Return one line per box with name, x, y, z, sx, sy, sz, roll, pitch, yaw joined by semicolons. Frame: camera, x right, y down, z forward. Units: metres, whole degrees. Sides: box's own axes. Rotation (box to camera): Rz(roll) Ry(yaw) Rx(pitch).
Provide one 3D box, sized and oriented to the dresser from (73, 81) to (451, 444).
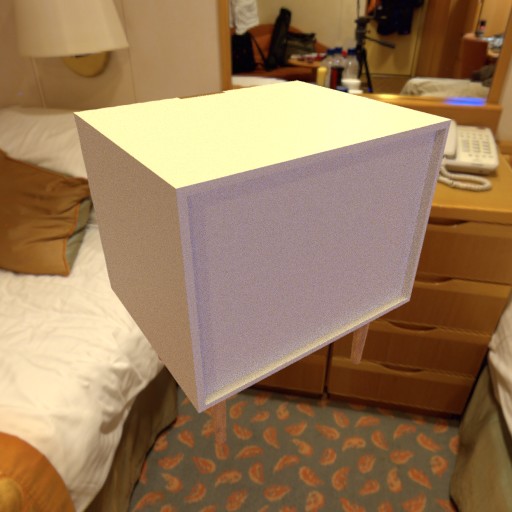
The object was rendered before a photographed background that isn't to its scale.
dresser;0.000;0.000;0.908;0.503;0.568;0.414;-20;37;-29
